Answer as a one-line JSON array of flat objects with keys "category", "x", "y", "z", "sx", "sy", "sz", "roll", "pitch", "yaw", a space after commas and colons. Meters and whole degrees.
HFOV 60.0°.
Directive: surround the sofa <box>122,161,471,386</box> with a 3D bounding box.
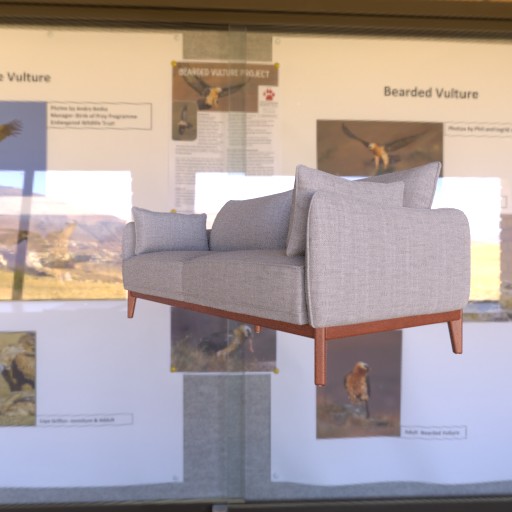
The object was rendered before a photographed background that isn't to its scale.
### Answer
[{"category": "sofa", "x": 0.000, "y": 0.000, "z": 2.459, "sx": 0.972, "sy": 0.851, "sz": 1.989, "roll": 0, "pitch": 0, "yaw": -35}]
